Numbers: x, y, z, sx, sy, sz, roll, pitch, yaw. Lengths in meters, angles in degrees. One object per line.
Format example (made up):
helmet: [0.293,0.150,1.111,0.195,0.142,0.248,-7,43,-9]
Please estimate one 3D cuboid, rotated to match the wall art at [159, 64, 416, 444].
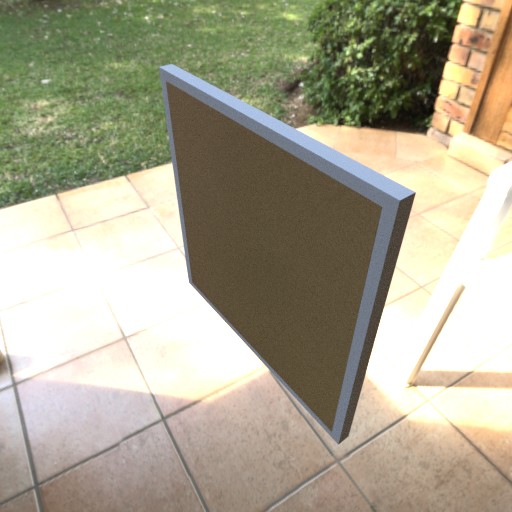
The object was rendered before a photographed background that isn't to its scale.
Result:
wall art: [0.000,0.000,1.150,0.038,0.761,0.763,-26,47,-27]
